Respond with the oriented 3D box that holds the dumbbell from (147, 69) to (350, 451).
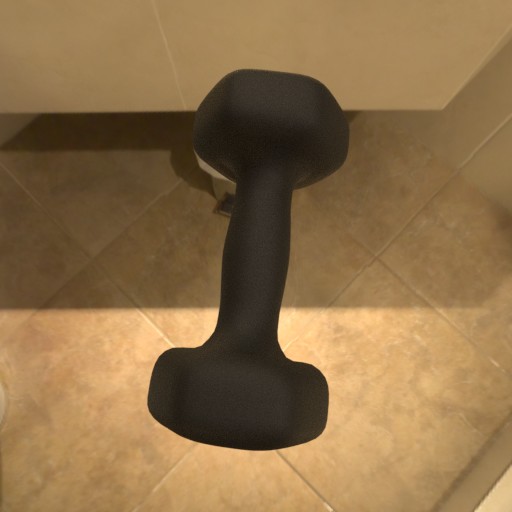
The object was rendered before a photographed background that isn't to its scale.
[{"bbox_3d":[0.000,0.000,0.292,0.112,0.101,0.231,7,76,2],"label":"dumbbell"}]
